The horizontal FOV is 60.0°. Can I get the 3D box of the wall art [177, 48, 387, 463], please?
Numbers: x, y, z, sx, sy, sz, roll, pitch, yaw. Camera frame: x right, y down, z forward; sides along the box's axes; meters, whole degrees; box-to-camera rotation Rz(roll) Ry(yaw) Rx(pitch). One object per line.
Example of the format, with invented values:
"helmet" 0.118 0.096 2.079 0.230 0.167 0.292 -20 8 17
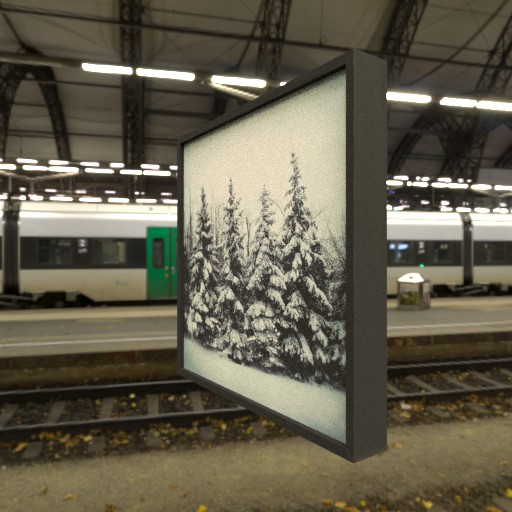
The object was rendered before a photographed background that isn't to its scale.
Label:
"wall art" 0.000 0.000 0.461 0.037 0.305 0.305 0 0 -35
